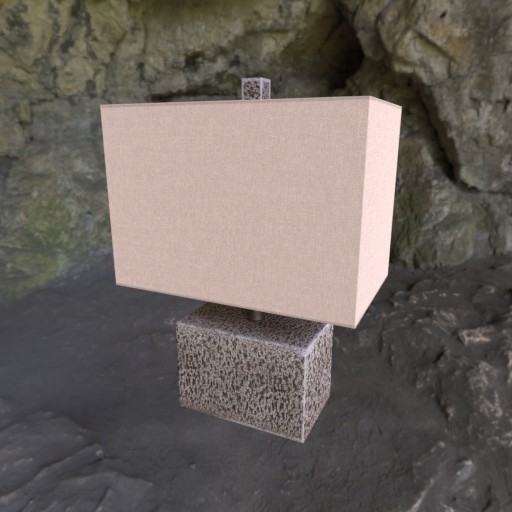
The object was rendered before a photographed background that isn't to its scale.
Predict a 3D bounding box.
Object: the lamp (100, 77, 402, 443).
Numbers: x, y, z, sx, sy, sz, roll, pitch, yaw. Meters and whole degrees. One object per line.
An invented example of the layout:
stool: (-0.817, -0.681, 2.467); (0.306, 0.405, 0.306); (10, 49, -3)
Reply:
lamp: (0.000, 0.000, 0.551); (0.294, 0.411, 0.180); (7, 17, 24)
